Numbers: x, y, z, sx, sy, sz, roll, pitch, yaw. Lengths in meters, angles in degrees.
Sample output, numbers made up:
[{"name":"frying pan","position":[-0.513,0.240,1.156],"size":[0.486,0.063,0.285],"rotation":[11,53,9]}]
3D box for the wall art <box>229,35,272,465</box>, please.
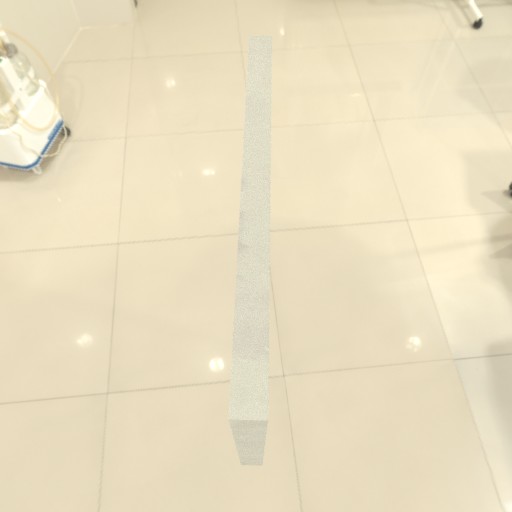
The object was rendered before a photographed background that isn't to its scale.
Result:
[{"name":"wall art","position":[0.000,0.000,0.755],"size":[0.038,0.407,0.609],"rotation":[1,59,1]}]
